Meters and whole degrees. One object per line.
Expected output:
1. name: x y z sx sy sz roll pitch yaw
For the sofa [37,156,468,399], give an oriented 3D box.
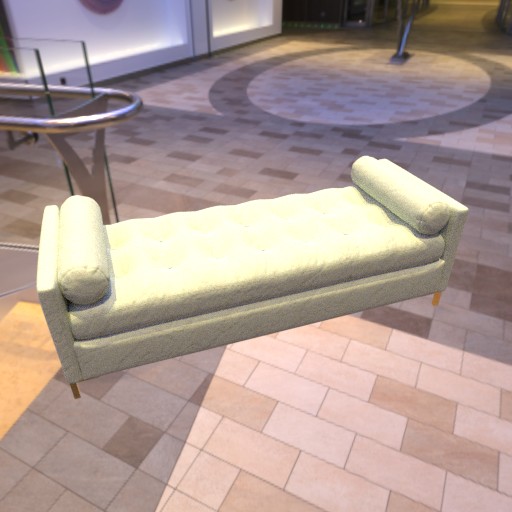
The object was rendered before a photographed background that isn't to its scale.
1. sofa: 0.000 0.000 2.461 2.102 0.705 0.796 -11 35 -16
